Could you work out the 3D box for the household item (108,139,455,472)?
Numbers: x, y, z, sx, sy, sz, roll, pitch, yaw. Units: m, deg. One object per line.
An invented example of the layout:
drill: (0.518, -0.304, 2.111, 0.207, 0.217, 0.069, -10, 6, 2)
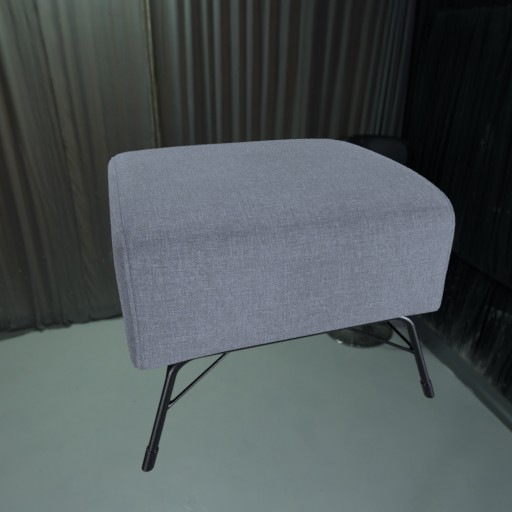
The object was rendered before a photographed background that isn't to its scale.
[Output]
household item: (0.000, 0.000, 0.881, 0.530, 0.410, 0.530, -8, 27, -16)
